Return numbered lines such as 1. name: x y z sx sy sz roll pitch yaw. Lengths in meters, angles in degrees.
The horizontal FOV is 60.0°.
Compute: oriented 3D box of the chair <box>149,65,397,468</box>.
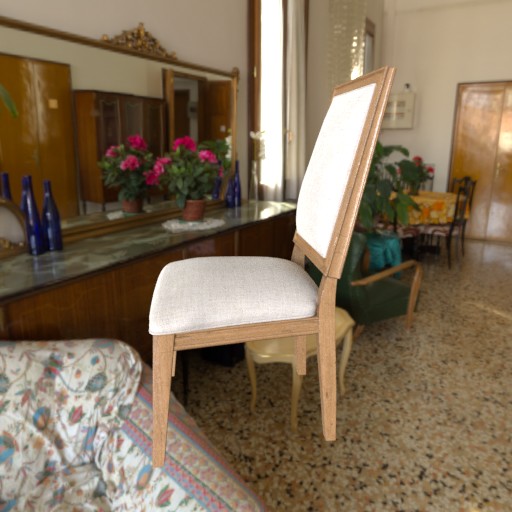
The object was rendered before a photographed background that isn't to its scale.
1. chair: 0.000 0.000 1.299 0.601 0.988 0.536 -2 15 -7
